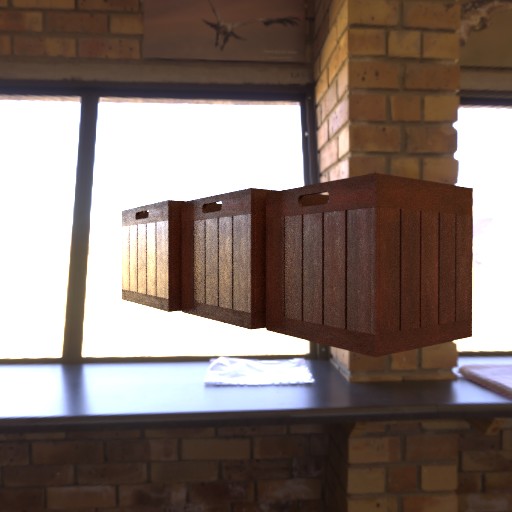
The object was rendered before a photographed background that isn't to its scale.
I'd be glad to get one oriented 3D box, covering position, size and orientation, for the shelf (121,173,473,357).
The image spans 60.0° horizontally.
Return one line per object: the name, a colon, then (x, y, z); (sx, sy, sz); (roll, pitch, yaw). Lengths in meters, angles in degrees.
shelf: (0.000, 0.000, 1.218); (0.393, 0.311, 1.064); (0, 1, -35)
